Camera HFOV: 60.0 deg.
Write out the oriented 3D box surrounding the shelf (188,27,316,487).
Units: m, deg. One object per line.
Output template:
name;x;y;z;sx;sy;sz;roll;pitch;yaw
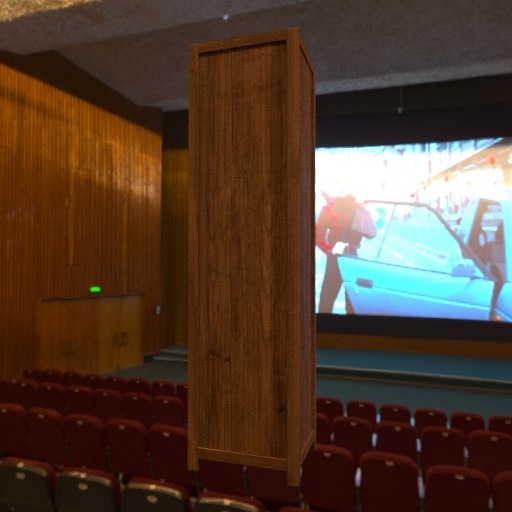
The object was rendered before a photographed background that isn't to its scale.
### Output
shelf;0.000;0.000;2.108;0.500;1.900;0.428;0;-1;18
